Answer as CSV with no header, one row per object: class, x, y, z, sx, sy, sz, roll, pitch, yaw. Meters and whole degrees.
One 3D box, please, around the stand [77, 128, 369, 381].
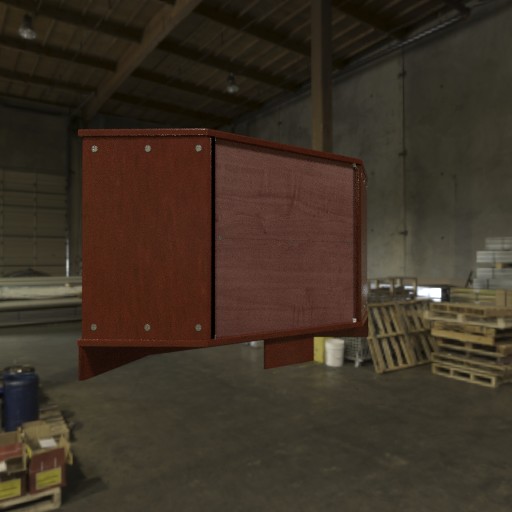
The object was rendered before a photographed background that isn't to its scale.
stand,0.000,0.000,1.394,1.072,0.614,0.381,0,-1,-36
